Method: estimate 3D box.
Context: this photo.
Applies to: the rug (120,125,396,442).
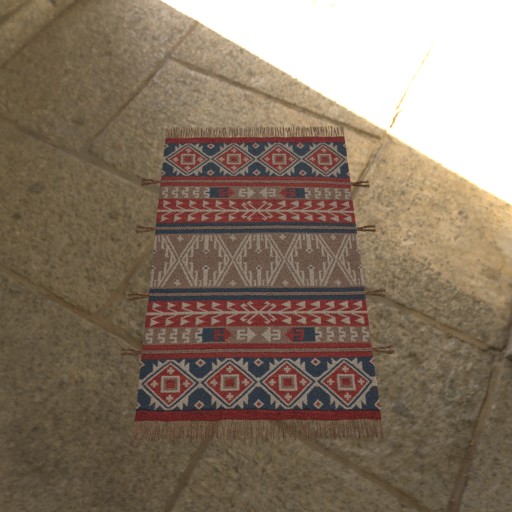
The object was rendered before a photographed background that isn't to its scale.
[{"bbox_3d":[0.000,0.000,3.157,1.778,0.048,2.450,0,63,0],"label":"rug"}]
